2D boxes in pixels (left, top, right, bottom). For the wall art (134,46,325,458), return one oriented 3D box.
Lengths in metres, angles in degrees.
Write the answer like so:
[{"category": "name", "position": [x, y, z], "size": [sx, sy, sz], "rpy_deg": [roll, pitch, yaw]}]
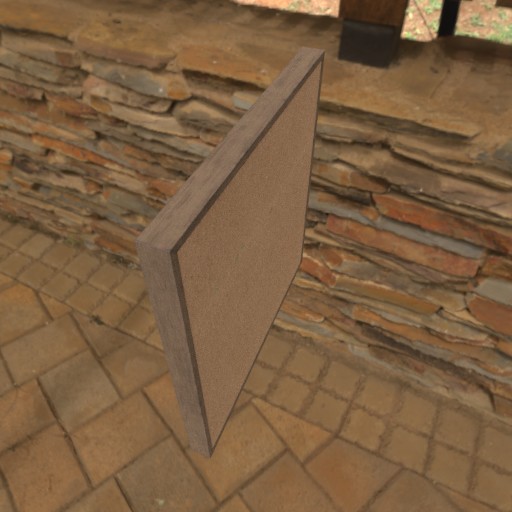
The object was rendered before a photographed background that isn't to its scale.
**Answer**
[{"category": "wall art", "position": [0.000, 0.000, 0.755], "size": [0.038, 0.508, 0.508], "rpy_deg": [16, 48, 15]}]
